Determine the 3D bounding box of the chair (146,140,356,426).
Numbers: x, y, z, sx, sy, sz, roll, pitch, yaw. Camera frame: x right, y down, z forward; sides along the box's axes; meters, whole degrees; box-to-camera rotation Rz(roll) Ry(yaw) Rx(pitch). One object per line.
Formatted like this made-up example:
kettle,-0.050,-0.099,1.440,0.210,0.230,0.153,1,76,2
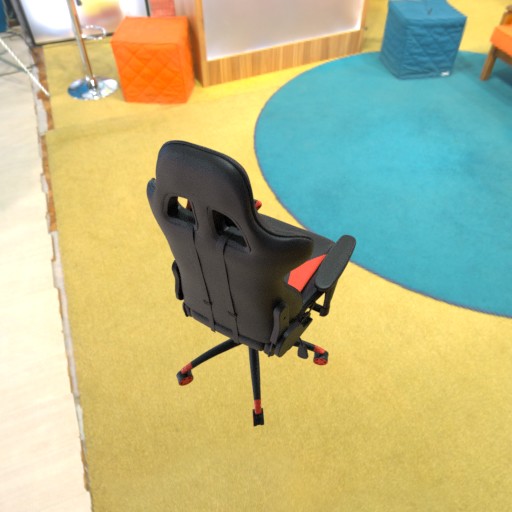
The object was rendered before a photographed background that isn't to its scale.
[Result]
chair,0.000,0.000,1.706,0.695,1.282,0.730,22,51,20
